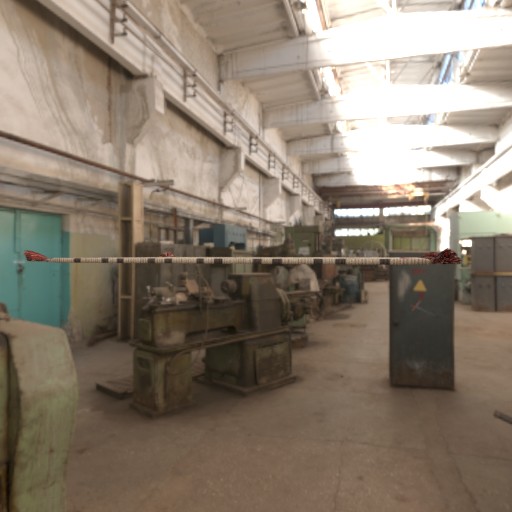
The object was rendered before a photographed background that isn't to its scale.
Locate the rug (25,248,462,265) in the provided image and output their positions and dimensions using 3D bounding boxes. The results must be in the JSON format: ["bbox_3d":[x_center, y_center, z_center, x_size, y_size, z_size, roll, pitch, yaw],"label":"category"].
[{"bbox_3d":[0.000,0.000,2.587,2.069,0.067,1.444,0,0,18],"label":"rug"}]
